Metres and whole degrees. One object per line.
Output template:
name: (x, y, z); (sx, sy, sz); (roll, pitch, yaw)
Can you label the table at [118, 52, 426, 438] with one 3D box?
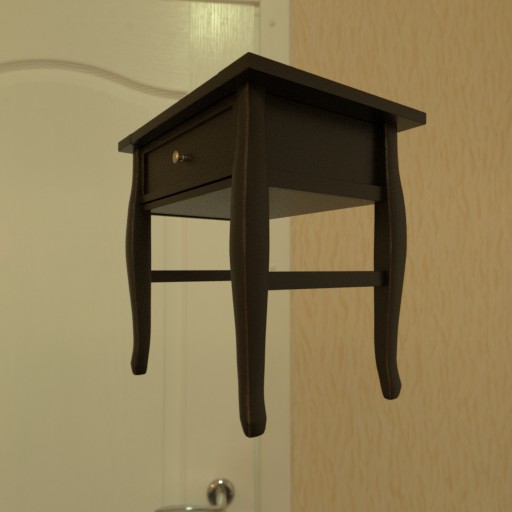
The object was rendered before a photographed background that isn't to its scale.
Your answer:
table: (0.000, 0.000, 1.042); (0.460, 0.604, 0.602); (1, -2, -36)
